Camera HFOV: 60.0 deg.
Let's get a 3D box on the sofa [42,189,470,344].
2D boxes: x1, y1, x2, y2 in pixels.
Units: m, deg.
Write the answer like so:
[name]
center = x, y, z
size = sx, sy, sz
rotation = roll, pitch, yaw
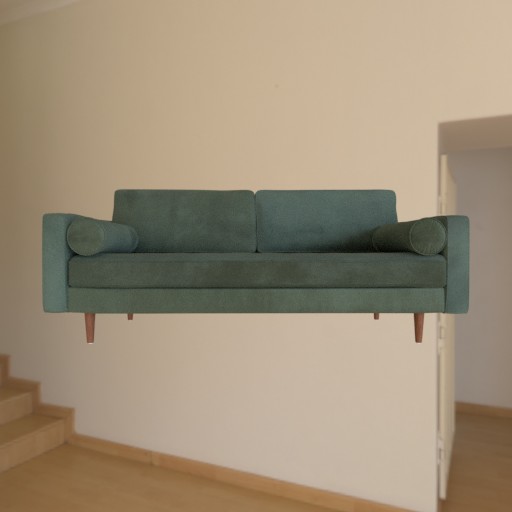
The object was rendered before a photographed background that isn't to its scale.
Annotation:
[sofa]
center = 0.000, 0.000, 2.354
size = 1.880, 0.772, 0.916
rotation = 0, 1, -1
